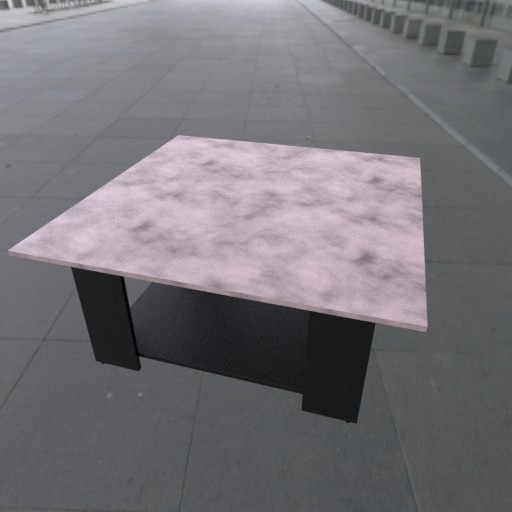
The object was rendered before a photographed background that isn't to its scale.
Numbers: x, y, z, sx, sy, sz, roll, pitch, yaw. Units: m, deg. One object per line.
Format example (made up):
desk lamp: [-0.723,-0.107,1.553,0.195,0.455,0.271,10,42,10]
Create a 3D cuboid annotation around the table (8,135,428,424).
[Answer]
table: [0.000,0.000,1.015,0.670,0.305,0.670,9,33,14]
